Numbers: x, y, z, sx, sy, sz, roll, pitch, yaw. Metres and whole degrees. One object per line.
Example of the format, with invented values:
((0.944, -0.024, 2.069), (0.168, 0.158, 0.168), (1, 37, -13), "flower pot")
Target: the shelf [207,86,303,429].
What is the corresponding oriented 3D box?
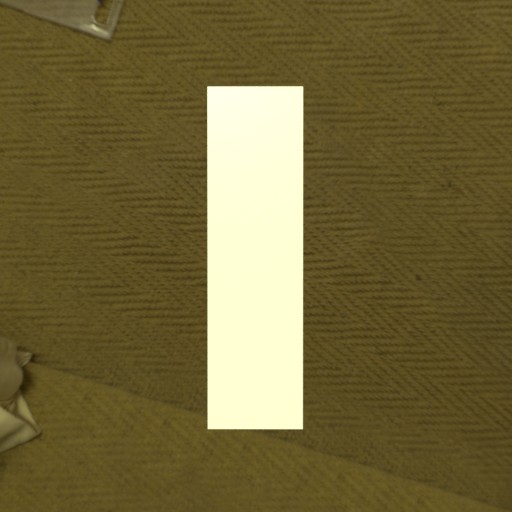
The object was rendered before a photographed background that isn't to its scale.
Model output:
((0.000, 0.000, 1.976), (0.250, 1.650, 0.890), (0, 90, 0), "shelf")
